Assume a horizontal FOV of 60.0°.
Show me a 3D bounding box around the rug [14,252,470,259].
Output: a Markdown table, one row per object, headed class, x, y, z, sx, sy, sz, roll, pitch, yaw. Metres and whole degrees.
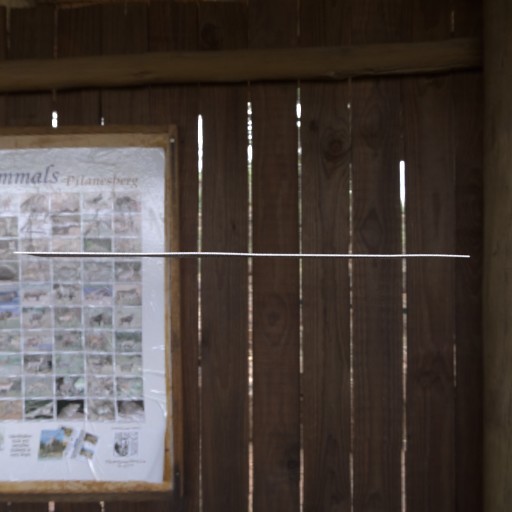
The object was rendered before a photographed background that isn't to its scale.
| class | x | y | z | sx | sy | sz | roll | pitch | yaw |
| --- | --- | --- | --- | --- | --- | --- | --- | --- | --- |
| rug | 0.000 | 0.000 | 2.646 | 2.439 | 0.013 | 0.762 | 0 | -1 | -18 |
